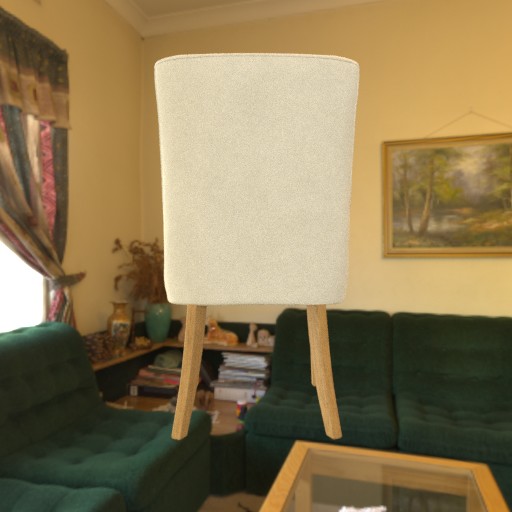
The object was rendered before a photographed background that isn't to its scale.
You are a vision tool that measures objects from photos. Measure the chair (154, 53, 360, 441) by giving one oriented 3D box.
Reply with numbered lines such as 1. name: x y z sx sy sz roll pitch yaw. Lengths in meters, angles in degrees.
1. chair: 0.000 0.000 1.260 0.495 0.902 0.610 0 -1 -1
